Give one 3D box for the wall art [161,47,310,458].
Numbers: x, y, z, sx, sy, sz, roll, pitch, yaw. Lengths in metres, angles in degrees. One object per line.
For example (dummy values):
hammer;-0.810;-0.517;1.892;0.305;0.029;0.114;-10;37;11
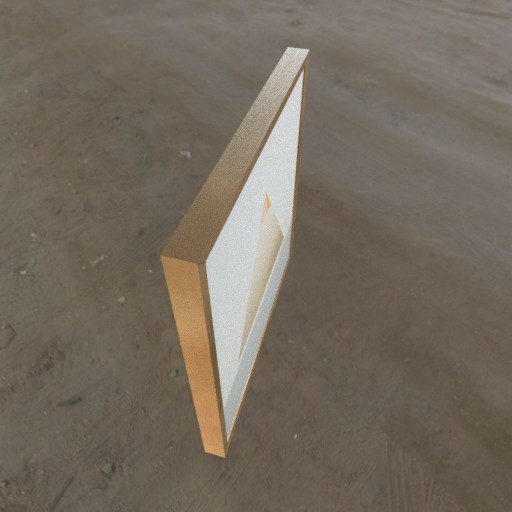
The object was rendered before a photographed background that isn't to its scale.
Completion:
wall art;0.000;0.000;0.773;0.038;0.511;0.513;12;48;11
